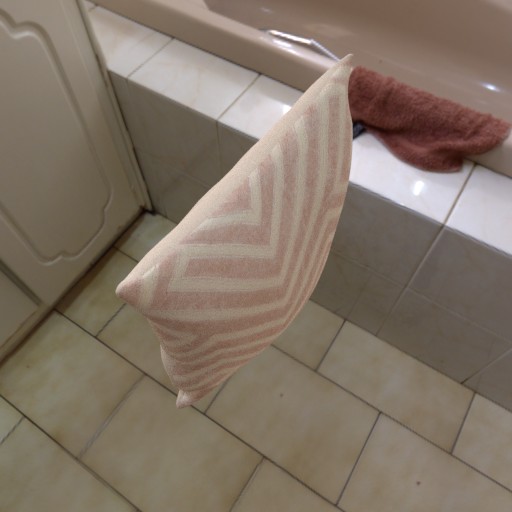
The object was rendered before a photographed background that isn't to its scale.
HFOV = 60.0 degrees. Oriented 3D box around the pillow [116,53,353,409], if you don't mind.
[{"bbox_3d":[0.000,0.000,0.664,0.182,0.441,0.440,31,64,17],"label":"pillow"}]
